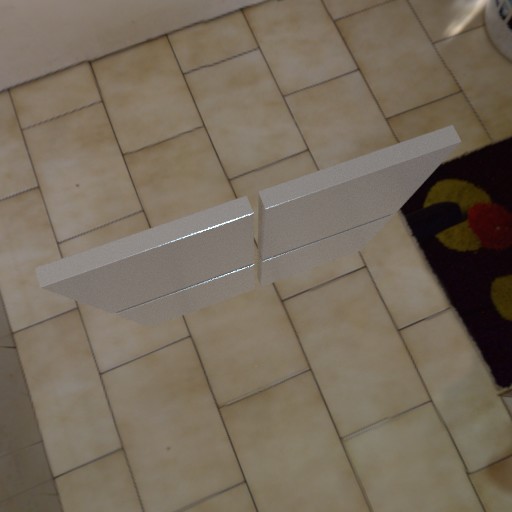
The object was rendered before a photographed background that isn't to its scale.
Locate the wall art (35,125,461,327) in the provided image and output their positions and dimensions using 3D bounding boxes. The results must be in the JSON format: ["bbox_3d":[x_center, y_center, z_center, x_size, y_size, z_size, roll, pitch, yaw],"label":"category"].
[{"bbox_3d":[0.000,0.000,0.904,0.611,0.611,0.029,-20,77,-5],"label":"wall art"}]
